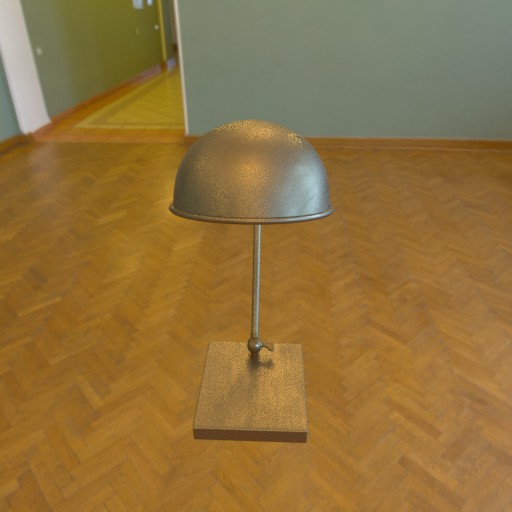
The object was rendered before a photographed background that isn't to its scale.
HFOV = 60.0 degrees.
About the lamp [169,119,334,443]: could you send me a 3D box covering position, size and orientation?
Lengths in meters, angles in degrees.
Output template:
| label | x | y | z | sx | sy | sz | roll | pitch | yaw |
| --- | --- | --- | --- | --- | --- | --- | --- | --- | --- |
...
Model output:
| label | x | y | z | sx | sy | sz | roll | pitch | yaw |
| --- | --- | --- | --- | --- | --- | --- | --- | --- | --- |
| lamp | 0.000 | 0.000 | 0.545 | 0.149 | 0.371 | 0.339 | 1 | 30 | 2 |
